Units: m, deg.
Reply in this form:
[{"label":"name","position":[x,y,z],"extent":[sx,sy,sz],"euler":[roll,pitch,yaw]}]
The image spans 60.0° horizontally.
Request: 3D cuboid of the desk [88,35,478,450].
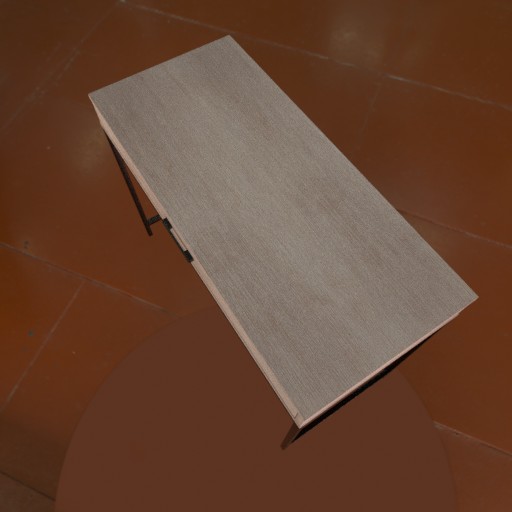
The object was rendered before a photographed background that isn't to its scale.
[{"label":"desk","position":[0.000,0.000,1.418],"extent":[0.470,0.762,1.016],"euler":[-30,66,-15]}]
